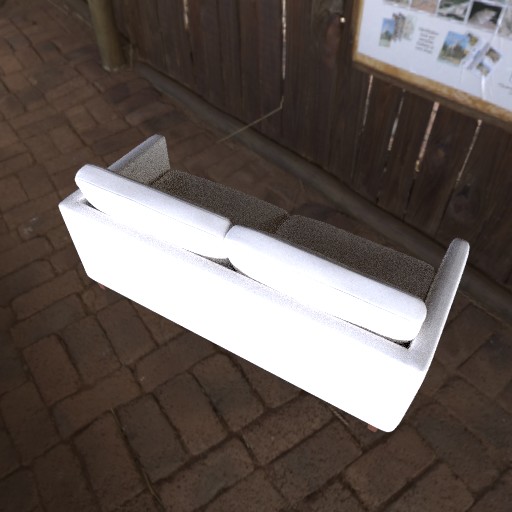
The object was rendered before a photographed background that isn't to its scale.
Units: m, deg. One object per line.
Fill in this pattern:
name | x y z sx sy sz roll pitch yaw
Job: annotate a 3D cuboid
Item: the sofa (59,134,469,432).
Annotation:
sofa | 0.000 0.000 2.623 2.139 0.933 0.924 23 51 20
